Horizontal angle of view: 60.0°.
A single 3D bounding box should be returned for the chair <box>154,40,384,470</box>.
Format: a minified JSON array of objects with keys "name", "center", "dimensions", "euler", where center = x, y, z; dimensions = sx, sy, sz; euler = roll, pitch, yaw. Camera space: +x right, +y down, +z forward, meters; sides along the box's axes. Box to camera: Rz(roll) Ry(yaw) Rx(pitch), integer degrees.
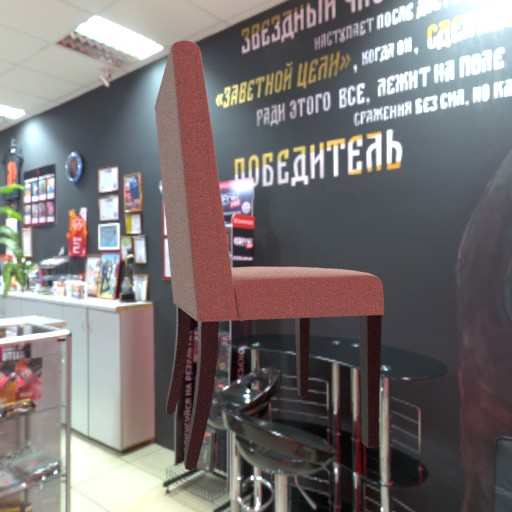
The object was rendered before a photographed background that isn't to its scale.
[{"name":"chair","center":[0.000,0.000,1.244],"dimensions":[0.523,0.961,0.474],"euler":[0,0,-18]}]
